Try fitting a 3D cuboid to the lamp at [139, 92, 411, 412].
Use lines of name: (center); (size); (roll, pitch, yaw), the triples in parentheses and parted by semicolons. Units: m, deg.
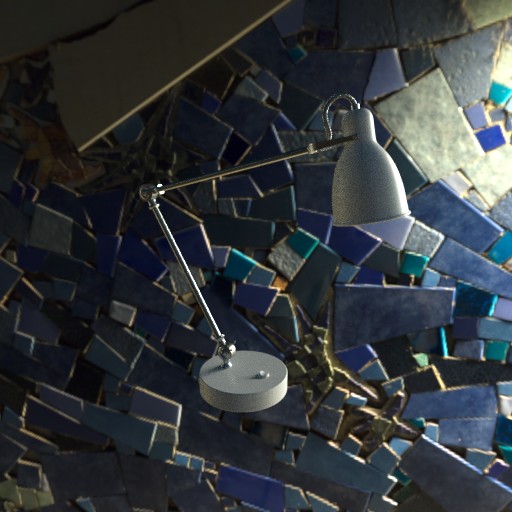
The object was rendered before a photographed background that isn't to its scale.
lamp: (0.000, 0.000, 0.868); (0.561, 0.587, 0.187); (7, 16, 26)
